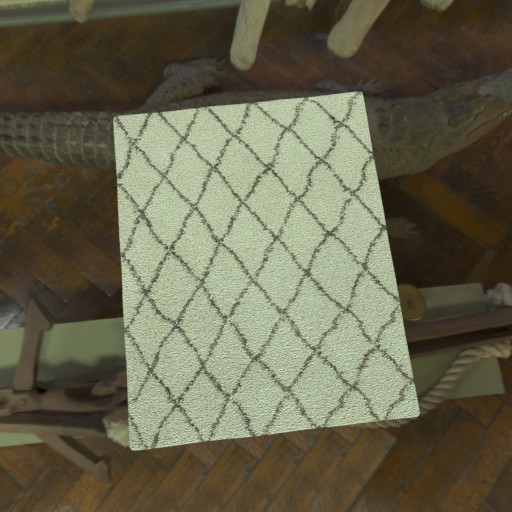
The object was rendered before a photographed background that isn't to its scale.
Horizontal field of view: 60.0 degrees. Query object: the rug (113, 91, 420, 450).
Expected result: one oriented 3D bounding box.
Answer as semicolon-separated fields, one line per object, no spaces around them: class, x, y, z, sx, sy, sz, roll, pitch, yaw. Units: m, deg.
rug;0.000;0.000;4.009;2.438;0.029;3.047;-6;78;-1
